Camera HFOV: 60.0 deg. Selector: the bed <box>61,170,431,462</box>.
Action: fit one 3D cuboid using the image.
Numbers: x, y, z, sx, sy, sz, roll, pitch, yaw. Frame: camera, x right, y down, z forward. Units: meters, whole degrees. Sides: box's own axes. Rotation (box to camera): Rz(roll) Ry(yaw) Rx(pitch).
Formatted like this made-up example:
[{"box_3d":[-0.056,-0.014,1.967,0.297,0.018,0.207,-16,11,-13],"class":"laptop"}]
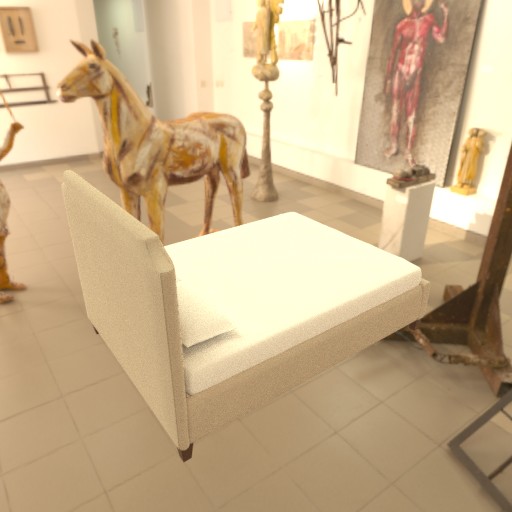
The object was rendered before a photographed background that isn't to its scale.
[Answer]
[{"box_3d":[0.000,0.000,3.514,2.372,1.443,1.713,-18,32,-32],"class":"bed"}]
